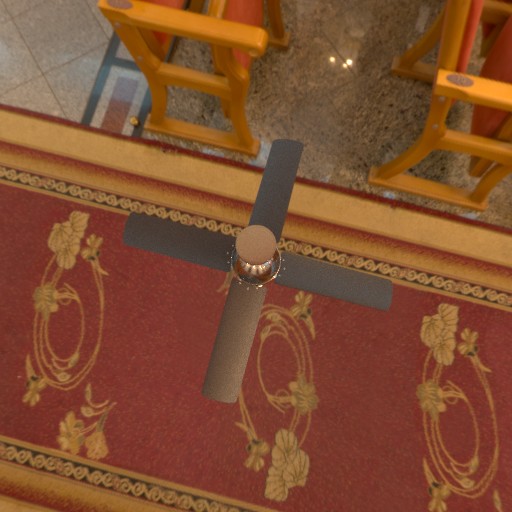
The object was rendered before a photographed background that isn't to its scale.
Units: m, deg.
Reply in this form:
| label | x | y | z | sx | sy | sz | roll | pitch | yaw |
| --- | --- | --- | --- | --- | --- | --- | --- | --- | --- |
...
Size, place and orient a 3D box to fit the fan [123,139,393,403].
| label | x | y | z | sx | sy | sz | roll | pitch | yaw |
| --- | --- | --- | --- | --- | --- | --- | --- | --- | --- |
| fan | 0.000 | 0.000 | 2.040 | 1.332 | 0.403 | 1.332 | 14 | 77 | 4 |
